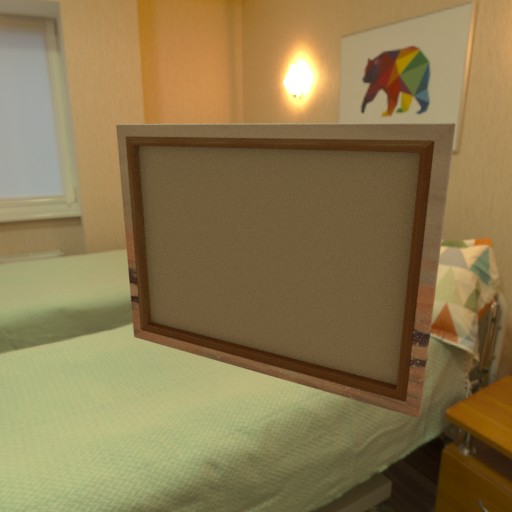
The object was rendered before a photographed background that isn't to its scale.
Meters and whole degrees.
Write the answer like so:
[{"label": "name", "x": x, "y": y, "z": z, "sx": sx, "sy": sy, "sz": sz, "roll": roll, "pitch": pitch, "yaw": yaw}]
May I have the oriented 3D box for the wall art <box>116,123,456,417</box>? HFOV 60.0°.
[{"label": "wall art", "x": 0.000, "y": 0.000, "z": 1.332, "sx": 1.015, "sy": 0.763, "sz": 0.038, "roll": 9, "pitch": 18, "yaw": 27}]
